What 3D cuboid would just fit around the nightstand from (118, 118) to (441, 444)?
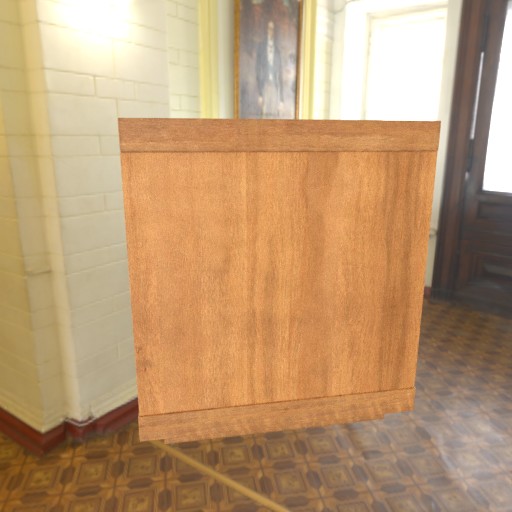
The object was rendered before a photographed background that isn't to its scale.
[{"bbox_3d":[0.000,0.000,0.870,0.436,0.491,0.493,-3,15,-10],"label":"nightstand"}]
